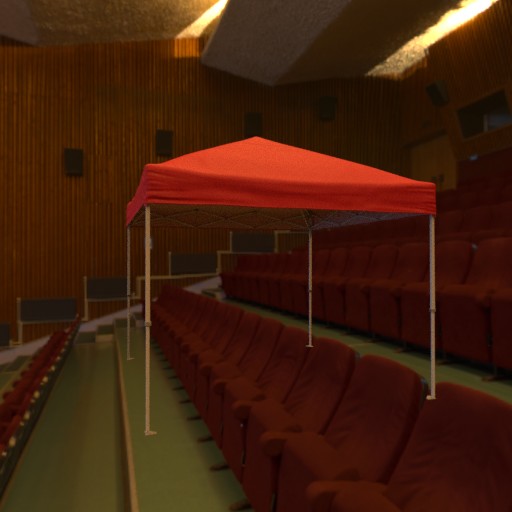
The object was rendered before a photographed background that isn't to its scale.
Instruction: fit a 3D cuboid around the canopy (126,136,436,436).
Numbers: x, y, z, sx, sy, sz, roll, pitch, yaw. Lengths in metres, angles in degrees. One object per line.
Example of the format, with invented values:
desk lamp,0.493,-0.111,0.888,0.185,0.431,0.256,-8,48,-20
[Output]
canopy,0.000,0.000,5.562,2.998,2.997,2.996,0,0,-19
